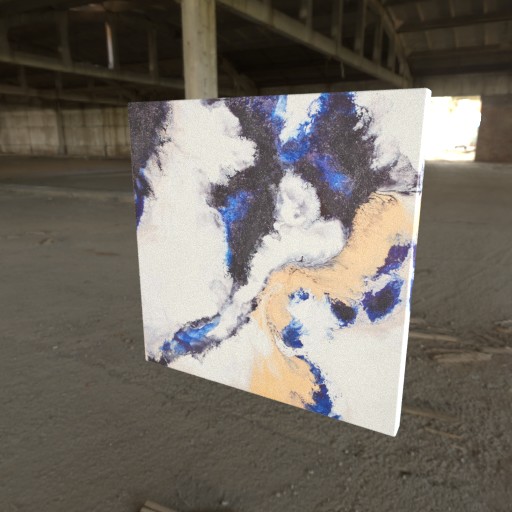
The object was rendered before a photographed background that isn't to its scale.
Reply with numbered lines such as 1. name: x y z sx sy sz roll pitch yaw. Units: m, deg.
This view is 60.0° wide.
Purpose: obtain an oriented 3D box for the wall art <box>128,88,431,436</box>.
1. wall art: 0.000 0.000 0.900 0.609 0.609 0.039 8 17 28
